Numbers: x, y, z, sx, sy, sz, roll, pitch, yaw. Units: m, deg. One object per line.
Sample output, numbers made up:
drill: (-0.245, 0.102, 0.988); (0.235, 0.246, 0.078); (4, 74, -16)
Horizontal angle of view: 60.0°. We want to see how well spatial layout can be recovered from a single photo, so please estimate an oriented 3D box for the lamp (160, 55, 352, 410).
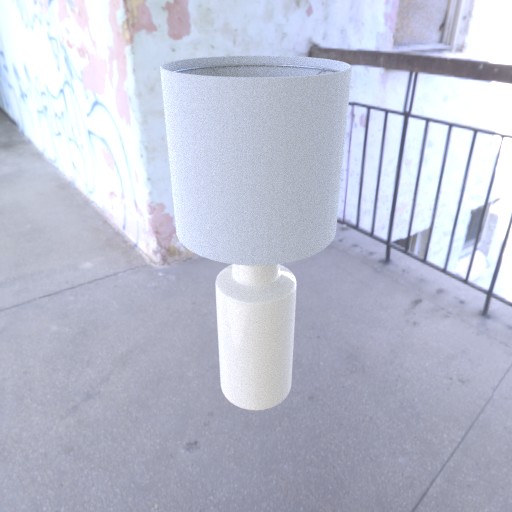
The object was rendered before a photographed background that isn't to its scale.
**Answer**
lamp: (0.000, 0.000, 0.618); (0.212, 0.493, 0.212); (-18, 34, -29)
